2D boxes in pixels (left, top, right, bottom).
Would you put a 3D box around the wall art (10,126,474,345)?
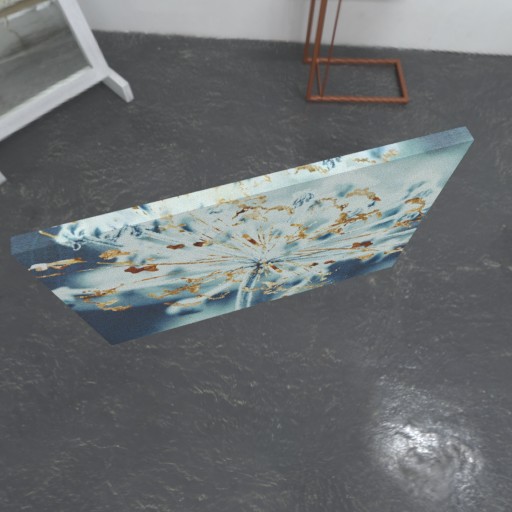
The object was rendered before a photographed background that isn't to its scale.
[{"bbox_3d":[0.000,0.000,1.121,0.912,0.608,0.038,-15,65,-7],"label":"wall art"}]
